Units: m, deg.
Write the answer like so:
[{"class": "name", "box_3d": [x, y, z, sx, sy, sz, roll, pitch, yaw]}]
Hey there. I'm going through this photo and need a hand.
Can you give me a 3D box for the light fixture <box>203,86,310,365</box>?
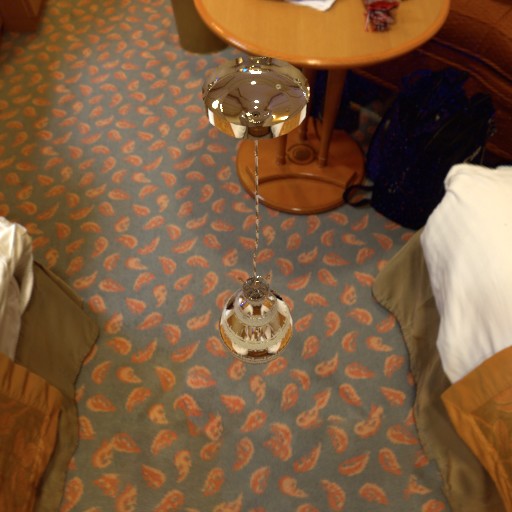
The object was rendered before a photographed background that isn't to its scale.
[{"class": "light fixture", "box_3d": [0.000, 0.000, 1.636, 0.374, 1.457, 0.374, 34, 64, 19]}]
